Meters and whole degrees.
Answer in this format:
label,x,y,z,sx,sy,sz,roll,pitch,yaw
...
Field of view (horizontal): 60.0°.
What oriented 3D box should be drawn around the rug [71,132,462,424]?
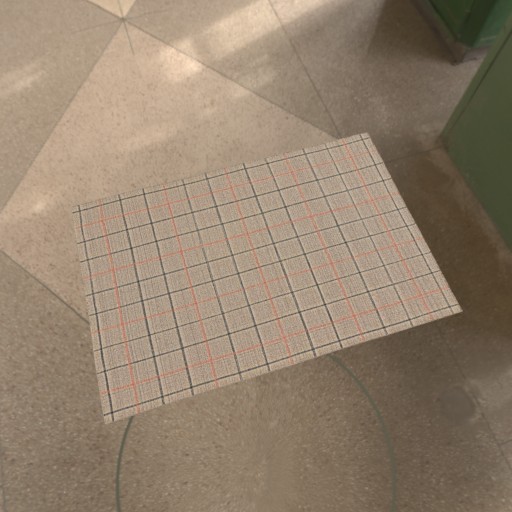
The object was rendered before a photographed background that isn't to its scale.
label,x,y,z,sx,sy,sz,roll,pitch,yaw
rug,0.000,0.000,2.392,1.829,0.013,1.220,-16,66,-7
